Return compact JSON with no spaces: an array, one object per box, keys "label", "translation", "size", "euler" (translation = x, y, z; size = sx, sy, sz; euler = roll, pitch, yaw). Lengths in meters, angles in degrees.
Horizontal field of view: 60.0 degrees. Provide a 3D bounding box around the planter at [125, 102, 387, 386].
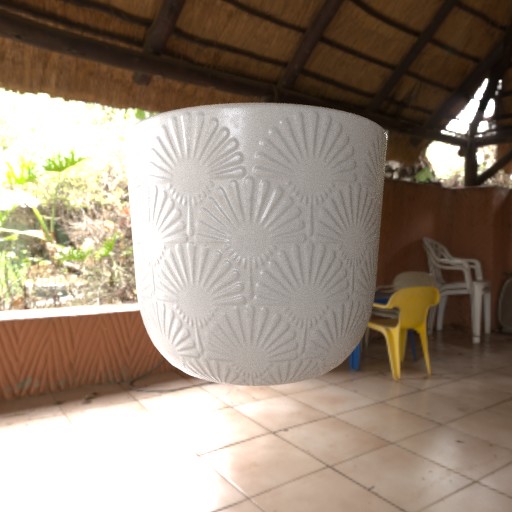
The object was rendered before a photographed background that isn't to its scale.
[{"label":"planter","translation":[0.000,0.000,0.299],"size":[0.170,0.152,0.170],"euler":[0,1,0]}]
